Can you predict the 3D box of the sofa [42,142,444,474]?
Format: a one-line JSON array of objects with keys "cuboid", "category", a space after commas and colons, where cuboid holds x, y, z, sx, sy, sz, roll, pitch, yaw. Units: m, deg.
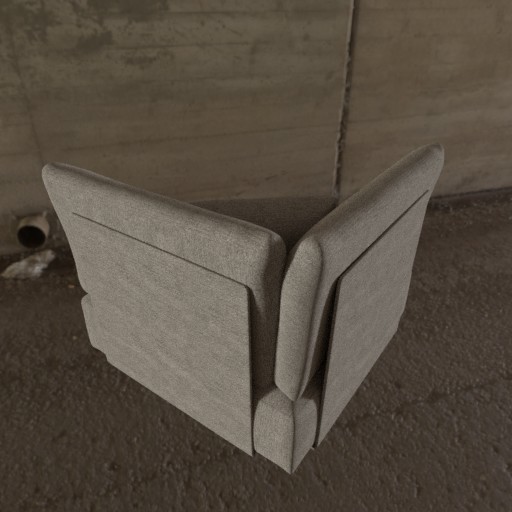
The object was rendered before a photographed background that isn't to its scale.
[{"cuboid": [0.000, 0.000, 1.698, 1.000, 0.820, 1.000, 21, 37, 30], "category": "sofa"}]
